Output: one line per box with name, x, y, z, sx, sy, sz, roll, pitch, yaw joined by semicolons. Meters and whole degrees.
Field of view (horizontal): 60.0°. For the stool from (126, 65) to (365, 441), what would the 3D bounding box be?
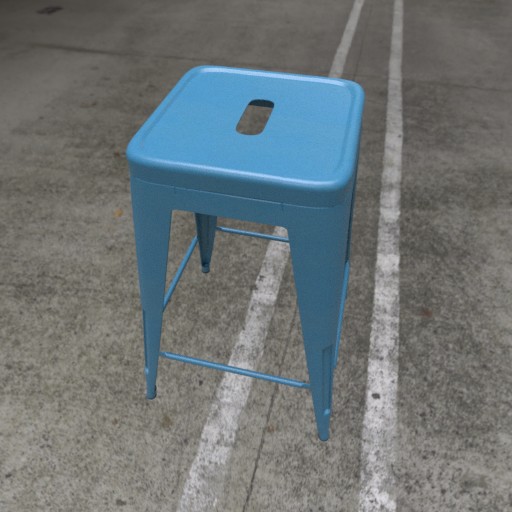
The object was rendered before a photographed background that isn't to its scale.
stool;0.000;0.000;0.875;0.410;0.608;0.410;10;47;10
